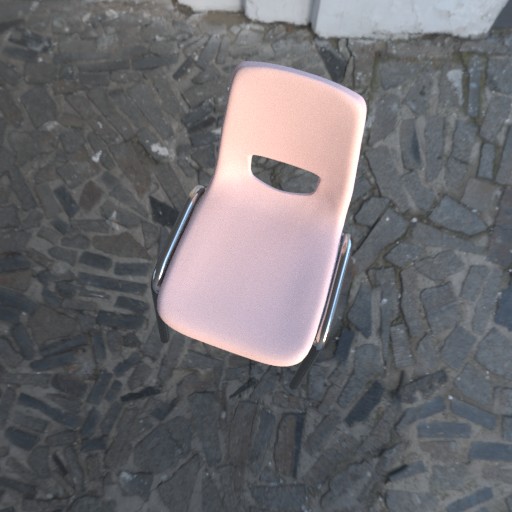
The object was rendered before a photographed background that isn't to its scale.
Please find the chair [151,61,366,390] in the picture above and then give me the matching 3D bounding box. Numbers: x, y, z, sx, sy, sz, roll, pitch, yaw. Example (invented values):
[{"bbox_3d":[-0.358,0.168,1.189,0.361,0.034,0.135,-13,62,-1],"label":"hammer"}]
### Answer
[{"bbox_3d":[0.000,0.000,0.844,0.354,0.586,0.423,19,76,5],"label":"chair"}]
